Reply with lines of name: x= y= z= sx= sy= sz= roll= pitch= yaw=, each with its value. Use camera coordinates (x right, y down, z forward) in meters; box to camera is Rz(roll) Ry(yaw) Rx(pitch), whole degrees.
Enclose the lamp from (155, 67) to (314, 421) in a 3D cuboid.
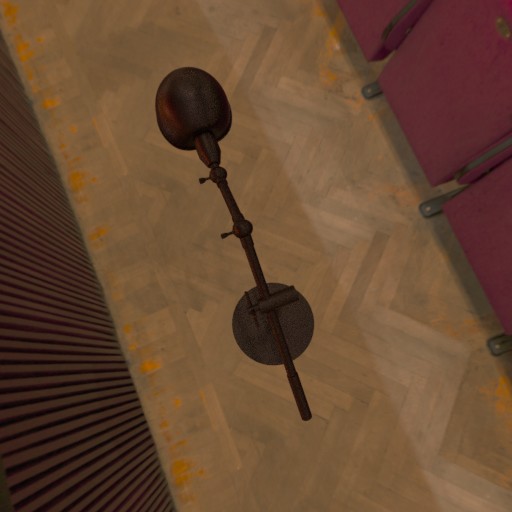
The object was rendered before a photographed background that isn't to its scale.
lamp: x=0.000 y=0.000 z=0.811 sx=0.185 sy=0.495 sz=0.567 roll=-20 pitch=77 yaw=-5
